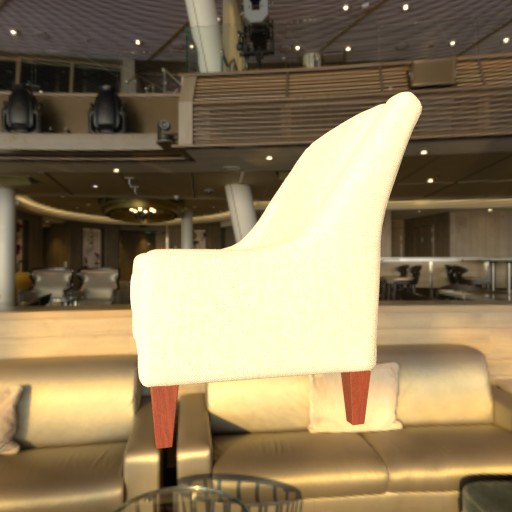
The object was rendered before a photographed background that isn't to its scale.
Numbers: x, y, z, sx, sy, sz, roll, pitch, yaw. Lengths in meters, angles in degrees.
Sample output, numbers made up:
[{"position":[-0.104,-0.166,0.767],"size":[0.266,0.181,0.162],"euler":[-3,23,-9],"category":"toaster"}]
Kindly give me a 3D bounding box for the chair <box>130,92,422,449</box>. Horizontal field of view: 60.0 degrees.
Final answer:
[{"position":[0.000,0.000,1.602],"size":[0.870,1.014,0.774],"euler":[0,-1,-17],"category":"chair"}]
